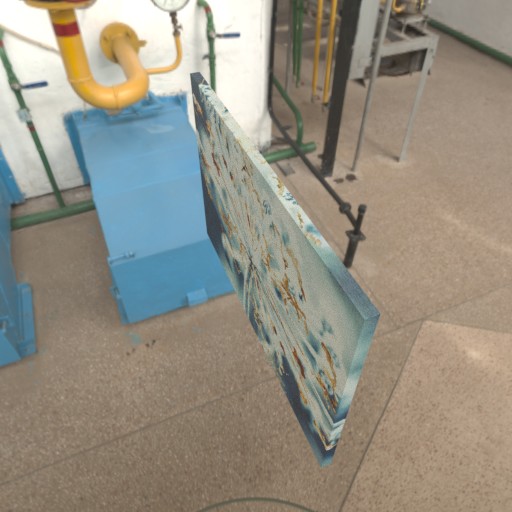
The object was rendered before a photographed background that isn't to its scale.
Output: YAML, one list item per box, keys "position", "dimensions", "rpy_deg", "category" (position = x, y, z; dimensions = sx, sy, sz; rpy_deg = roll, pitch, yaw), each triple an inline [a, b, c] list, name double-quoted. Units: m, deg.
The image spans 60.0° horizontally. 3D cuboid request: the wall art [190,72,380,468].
- position: [0.000, 0.000, 1.455]
  dimensions: [0.035, 0.759, 1.138]
  rpy_deg: [-16, 48, -15]
  category: "wall art"
